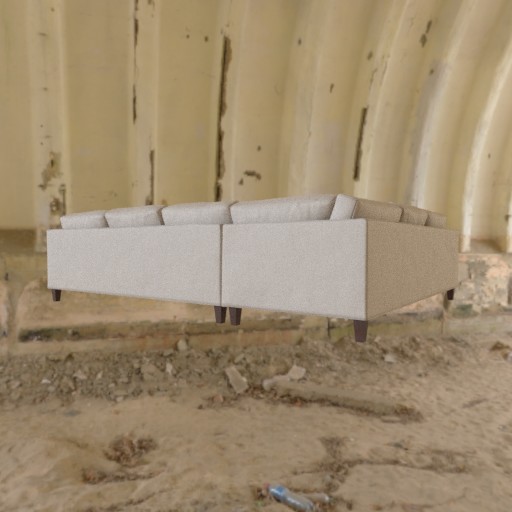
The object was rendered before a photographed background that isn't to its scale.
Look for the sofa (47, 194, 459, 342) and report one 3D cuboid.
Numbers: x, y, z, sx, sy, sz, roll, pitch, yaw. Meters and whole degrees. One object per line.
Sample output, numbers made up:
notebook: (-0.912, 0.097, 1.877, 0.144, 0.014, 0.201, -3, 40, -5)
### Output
sofa: (0.000, 0.000, 4.285, 3.182, 0.863, 2.432, 1, 2, 35)
